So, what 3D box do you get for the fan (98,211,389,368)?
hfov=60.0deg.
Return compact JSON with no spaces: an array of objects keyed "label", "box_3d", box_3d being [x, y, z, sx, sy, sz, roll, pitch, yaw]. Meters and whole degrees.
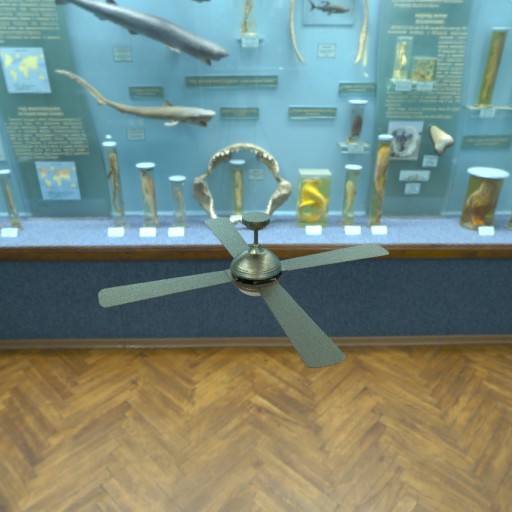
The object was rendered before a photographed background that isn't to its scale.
[{"label":"fan","box_3d":[0.000,0.000,2.006,1.321,0.381,1.321,0,27,0]}]
